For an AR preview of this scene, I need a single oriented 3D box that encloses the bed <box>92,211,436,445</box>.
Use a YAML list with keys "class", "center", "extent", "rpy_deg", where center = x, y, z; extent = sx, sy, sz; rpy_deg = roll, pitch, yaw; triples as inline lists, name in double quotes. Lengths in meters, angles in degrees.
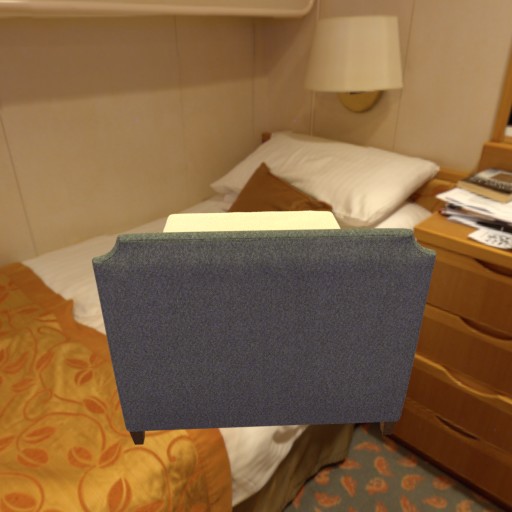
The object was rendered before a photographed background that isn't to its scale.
- class: "bed"
  center: [0.000, 0.000, 3.469]
  extent: [1.712, 1.443, 2.372]
  rpy_deg: [-1, 28, -2]
